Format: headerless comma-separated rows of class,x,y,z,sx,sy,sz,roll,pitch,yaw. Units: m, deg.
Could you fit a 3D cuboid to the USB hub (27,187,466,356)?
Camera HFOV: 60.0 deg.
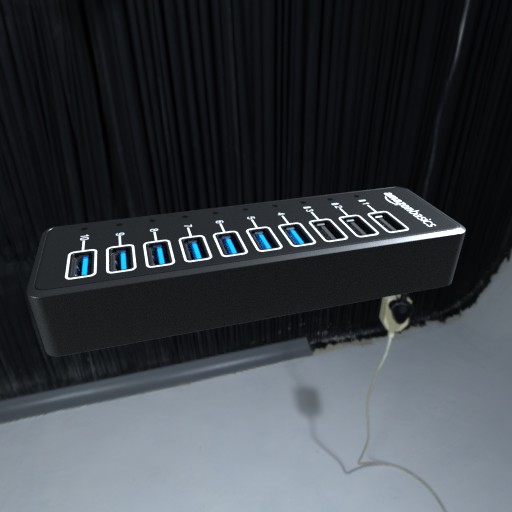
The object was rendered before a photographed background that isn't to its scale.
USB hub,0.000,0.000,0.162,0.145,0.023,0.044,-8,32,-14
